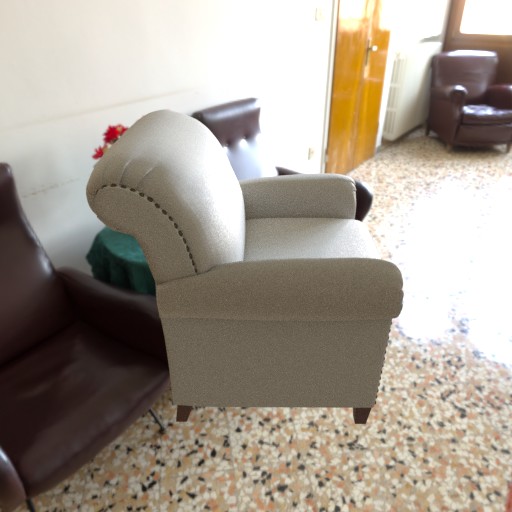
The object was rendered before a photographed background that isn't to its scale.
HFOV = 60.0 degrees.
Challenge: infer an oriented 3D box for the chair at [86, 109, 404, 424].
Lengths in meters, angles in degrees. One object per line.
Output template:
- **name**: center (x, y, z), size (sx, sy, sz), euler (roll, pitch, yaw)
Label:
- **chair**: center (0.000, 0.000, 1.588), size (0.890, 0.927, 0.854), euler (0, 30, 0)
